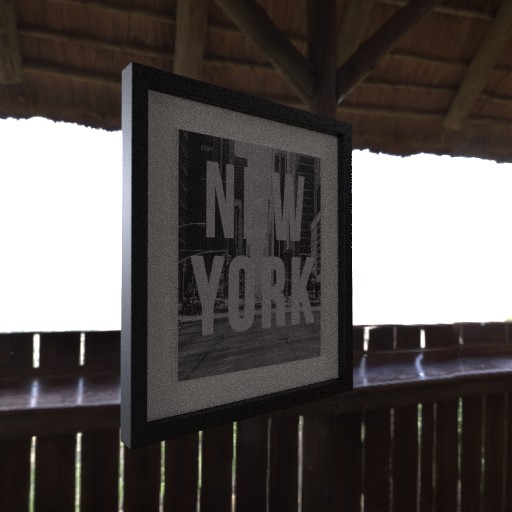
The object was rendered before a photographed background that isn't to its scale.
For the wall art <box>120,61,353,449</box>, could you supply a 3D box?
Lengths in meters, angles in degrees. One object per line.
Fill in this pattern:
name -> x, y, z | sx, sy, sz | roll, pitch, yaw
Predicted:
wall art -> 0.000, 0.000, 0.544 | 0.328, 0.381, 0.028 | 1, -1, -37
